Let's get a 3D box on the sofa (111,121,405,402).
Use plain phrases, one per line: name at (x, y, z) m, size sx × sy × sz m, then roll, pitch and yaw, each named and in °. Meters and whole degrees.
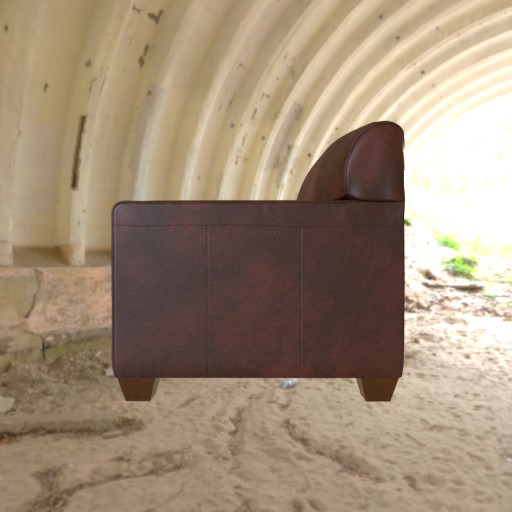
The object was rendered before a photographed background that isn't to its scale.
sofa at (0.000, 0.000, 2.101) m, size 1.000 × 0.956 × 1.413 m, roll 0°, pitch 0°, yaw 0°
